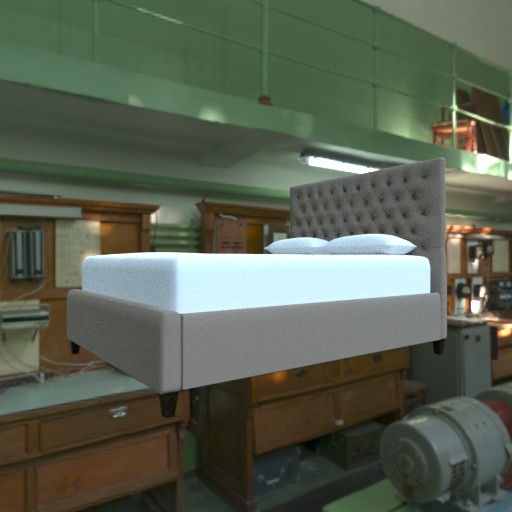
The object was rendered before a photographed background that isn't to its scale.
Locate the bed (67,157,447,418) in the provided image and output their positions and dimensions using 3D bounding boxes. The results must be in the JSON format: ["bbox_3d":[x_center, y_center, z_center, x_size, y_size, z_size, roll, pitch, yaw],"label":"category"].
[{"bbox_3d":[0.000,0.000,3.234,2.233,1.426,1.696,0,0,-36],"label":"bed"}]
